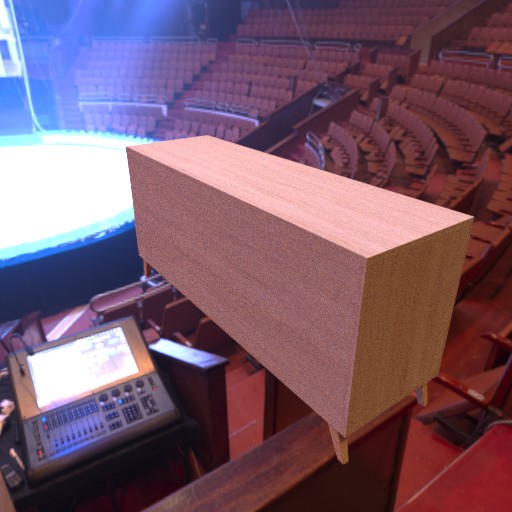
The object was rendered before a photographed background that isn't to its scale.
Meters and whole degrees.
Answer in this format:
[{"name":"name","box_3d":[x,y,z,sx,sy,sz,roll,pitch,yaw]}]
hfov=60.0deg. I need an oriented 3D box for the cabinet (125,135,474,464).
[{"name":"cabinet","box_3d":[0.000,0.000,2.033,0.500,0.780,1.649,-18,31,-32]}]
